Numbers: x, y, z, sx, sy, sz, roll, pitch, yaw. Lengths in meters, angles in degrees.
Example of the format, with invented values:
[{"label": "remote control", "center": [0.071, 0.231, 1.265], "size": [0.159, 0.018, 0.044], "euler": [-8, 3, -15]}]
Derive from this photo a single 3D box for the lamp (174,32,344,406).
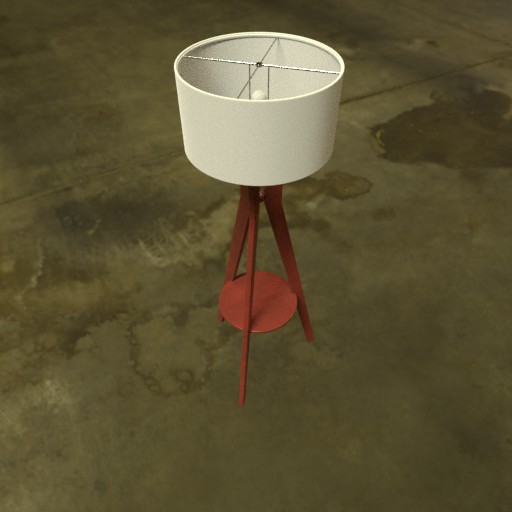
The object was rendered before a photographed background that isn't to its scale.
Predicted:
[{"label": "lamp", "center": [0.000, 0.000, 1.736], "size": [0.539, 1.472, 0.542], "euler": [11, 46, 11]}]
